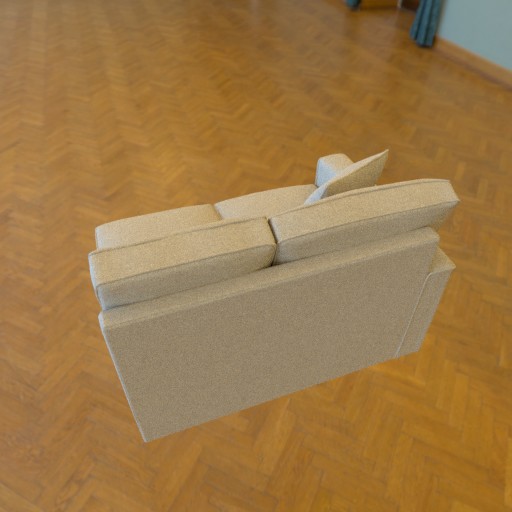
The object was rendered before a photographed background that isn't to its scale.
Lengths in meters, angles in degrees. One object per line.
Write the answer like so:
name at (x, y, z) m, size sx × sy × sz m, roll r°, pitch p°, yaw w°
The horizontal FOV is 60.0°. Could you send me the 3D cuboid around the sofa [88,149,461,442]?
sofa at (0.000, 0.000, 2.047) m, size 1.388 × 0.989 × 0.991 m, roll -14°, pitch 44°, yaw -15°
